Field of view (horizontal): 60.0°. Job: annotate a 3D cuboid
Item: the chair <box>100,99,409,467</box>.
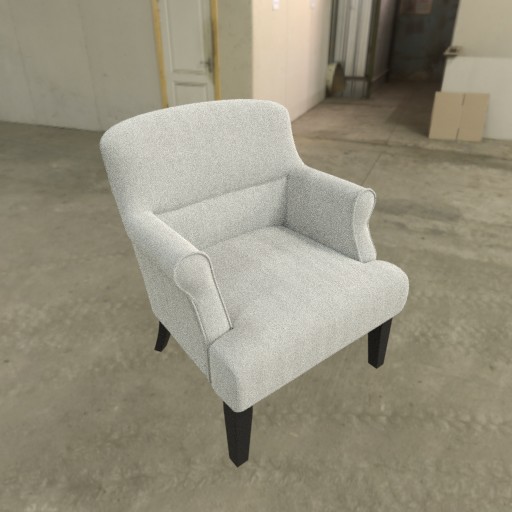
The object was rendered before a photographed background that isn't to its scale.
[{"bbox_3d":[0.000,0.000,1.484,0.781,0.875,0.750,-22,37,-32],"label":"chair"}]
